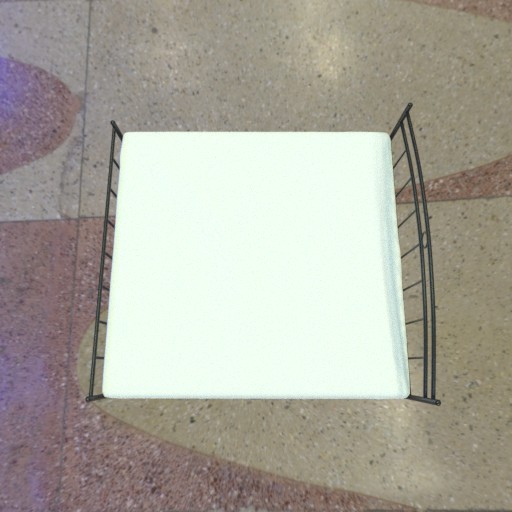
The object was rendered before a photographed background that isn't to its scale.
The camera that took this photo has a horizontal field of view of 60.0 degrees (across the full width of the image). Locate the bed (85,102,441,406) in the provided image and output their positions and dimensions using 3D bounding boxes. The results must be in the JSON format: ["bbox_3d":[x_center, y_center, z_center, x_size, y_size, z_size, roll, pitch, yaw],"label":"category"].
[{"bbox_3d":[0.000,0.000,3.023,2.040,0.940,1.880,0,76,0],"label":"bed"}]
